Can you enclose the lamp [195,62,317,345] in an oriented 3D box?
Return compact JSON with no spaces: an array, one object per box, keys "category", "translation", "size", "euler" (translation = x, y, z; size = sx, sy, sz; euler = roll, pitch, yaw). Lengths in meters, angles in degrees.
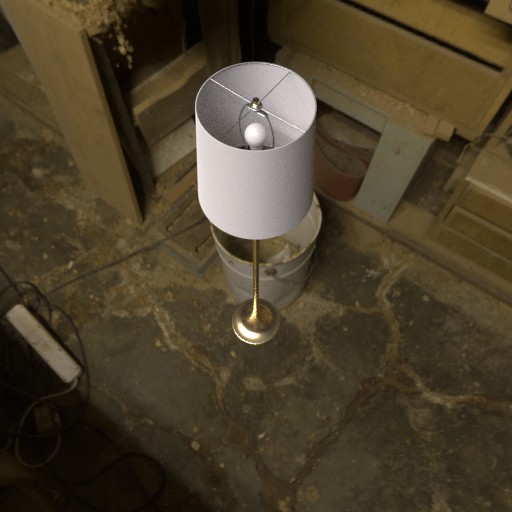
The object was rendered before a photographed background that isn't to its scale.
[{"category":"lamp","translation":[0.000,0.000,1.680],"size":[0.337,1.543,0.337],"euler":[0,63,0]}]
